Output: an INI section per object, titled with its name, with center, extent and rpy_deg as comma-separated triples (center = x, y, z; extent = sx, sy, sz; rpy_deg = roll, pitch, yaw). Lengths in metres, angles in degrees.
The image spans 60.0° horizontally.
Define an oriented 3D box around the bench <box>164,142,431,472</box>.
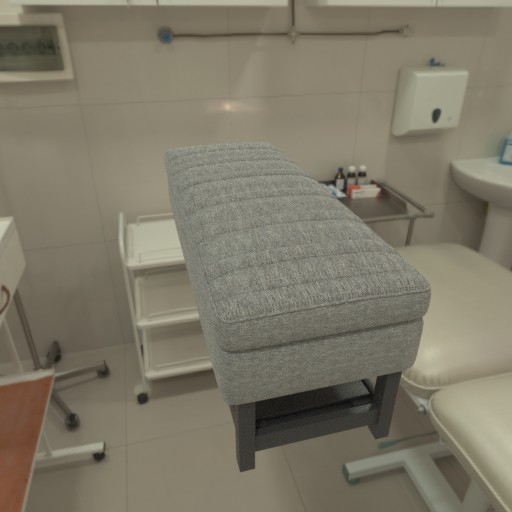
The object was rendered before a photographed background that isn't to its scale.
[bench]
center = 0.000, 0.000, 1.329
extent = 0.429, 0.470, 1.100
rpy_deg = -7, 30, -13
